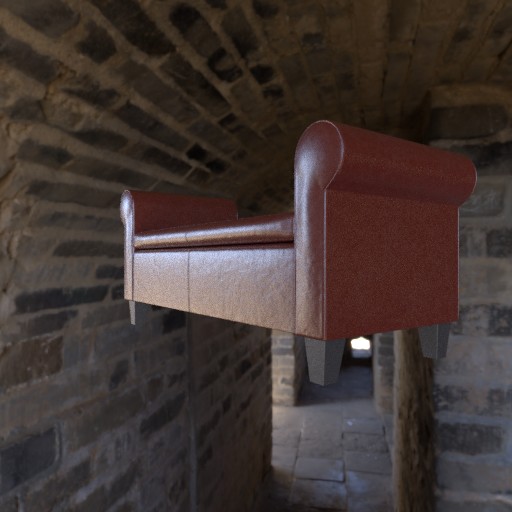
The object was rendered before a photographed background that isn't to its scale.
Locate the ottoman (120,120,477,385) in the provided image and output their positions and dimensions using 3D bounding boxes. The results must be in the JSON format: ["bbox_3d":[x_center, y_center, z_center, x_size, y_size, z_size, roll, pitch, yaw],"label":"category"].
[{"bbox_3d":[0.000,0.000,1.502,0.521,0.547,1.256,0,-1,-36],"label":"ottoman"}]
